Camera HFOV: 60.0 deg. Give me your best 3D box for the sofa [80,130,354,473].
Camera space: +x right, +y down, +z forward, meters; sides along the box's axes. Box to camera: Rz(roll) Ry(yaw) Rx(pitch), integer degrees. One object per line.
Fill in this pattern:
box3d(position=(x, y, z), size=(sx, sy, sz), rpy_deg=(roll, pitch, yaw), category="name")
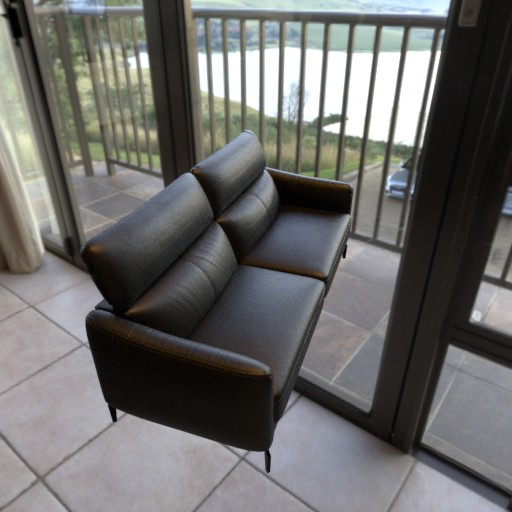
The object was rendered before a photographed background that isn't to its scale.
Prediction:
box3d(position=(0.000, 0.000, 2.574), size=(0.856, 0.957, 2.069), rpy_deg=(10, 32, 17), category="sofa")
